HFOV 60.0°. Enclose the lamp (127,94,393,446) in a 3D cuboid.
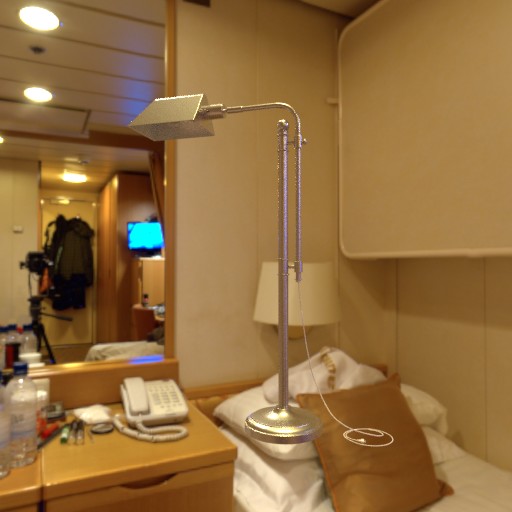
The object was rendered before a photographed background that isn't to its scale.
[{"bbox_3d":[0.000,0.000,0.930,0.546,0.708,0.159,0,-1,17],"label":"lamp"}]
